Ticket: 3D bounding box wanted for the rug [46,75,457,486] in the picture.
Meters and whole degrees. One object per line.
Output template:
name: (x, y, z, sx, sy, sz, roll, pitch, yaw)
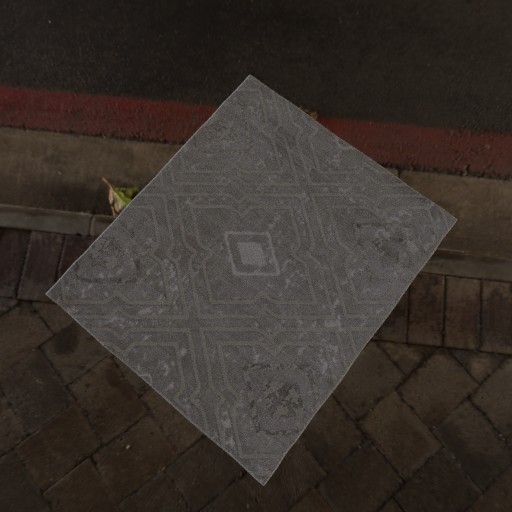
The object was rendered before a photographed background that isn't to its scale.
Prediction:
rug: (0.000, 0.000, 0.887, 0.548, 0.006, 0.639, 38, 79, 9)
